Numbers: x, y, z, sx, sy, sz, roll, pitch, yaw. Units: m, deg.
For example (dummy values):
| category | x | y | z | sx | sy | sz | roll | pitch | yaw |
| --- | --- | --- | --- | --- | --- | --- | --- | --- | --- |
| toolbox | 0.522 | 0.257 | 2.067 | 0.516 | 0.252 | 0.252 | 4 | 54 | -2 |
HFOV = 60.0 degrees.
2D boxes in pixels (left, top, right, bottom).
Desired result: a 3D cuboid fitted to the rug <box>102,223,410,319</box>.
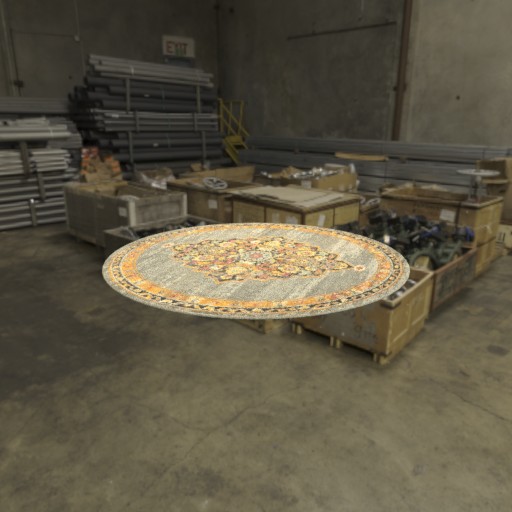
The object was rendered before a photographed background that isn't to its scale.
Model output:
| category | x | y | z | sx | sy | sz | roll | pitch | yaw |
| --- | --- | --- | --- | --- | --- | --- | --- | --- | --- |
| rug | 0.000 | 0.000 | 2.424 | 1.598 | 0.010 | 1.598 | 0 | 17 | 0 |
